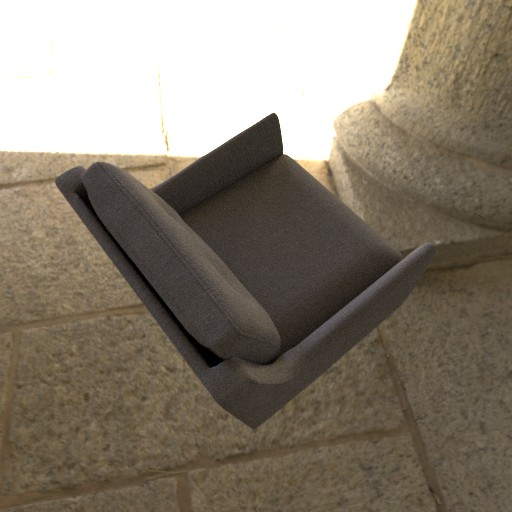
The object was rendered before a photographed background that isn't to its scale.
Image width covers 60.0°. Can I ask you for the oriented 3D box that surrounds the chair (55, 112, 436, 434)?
[{"bbox_3d":[0.000,0.000,1.536,0.849,0.828,0.847,-35,65,-19],"label":"chair"}]
